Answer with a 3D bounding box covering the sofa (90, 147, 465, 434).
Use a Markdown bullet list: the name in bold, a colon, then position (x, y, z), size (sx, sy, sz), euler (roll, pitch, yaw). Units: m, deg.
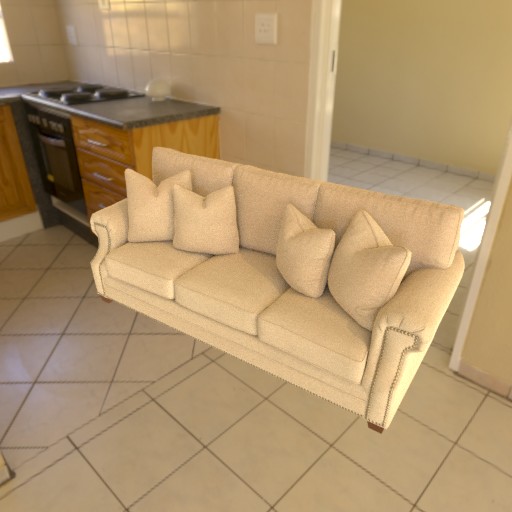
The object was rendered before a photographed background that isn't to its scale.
- **sofa**: position (0.000, 0.000, 2.801), size (2.312, 0.975, 0.965), euler (18, 33, 29)
